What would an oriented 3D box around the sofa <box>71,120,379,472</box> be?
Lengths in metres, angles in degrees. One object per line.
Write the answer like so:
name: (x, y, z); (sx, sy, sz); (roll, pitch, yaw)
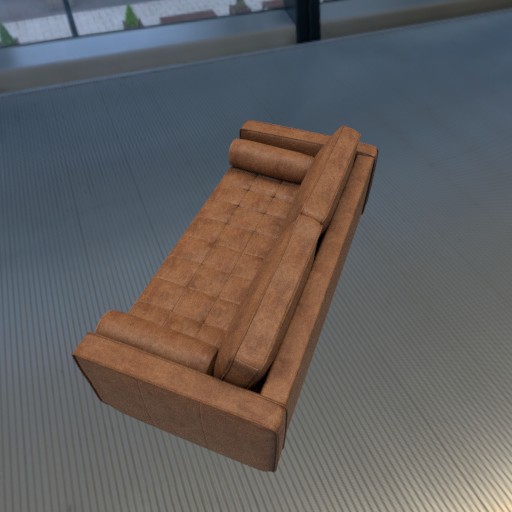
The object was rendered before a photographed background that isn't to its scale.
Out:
sofa: (0.000, 0.000, 2.430); (0.924, 0.825, 1.920); (16, 50, 14)
